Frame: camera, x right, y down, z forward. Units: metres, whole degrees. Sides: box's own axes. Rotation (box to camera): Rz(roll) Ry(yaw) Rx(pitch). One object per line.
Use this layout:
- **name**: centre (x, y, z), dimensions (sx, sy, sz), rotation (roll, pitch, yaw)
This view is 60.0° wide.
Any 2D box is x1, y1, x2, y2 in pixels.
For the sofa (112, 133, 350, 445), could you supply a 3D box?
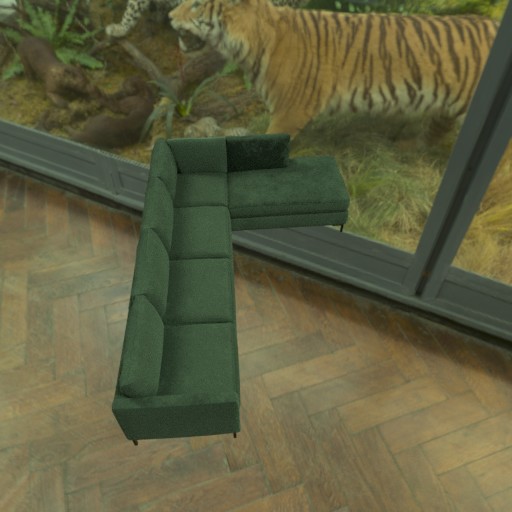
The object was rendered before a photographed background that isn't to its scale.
- **sofa**: centre (0.000, 0.000, 3.312), dimensions (1.707, 0.687, 2.486), rotation (-3, 47, -3)
